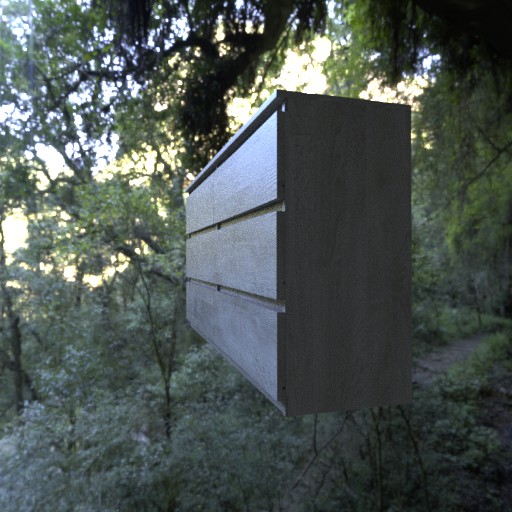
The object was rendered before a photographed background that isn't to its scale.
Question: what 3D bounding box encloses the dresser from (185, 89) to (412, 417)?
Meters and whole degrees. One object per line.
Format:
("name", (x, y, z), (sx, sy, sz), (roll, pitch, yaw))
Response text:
("dresser", (0.000, 0.000, 1.884), (0.390, 0.795, 1.590), (0, -1, -17))
